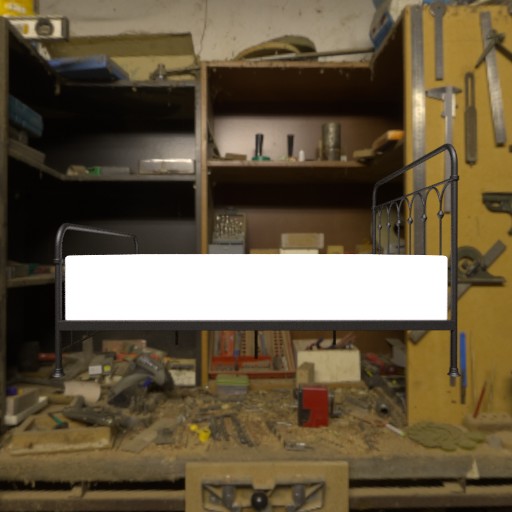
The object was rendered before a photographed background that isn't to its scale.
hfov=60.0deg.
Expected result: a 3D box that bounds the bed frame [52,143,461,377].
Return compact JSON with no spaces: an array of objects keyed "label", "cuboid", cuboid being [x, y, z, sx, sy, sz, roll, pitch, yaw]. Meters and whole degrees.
[{"label":"bed frame","cuboid":[0.000,0.000,3.187,2.203,1.276,1.664,0,0,0]}]
